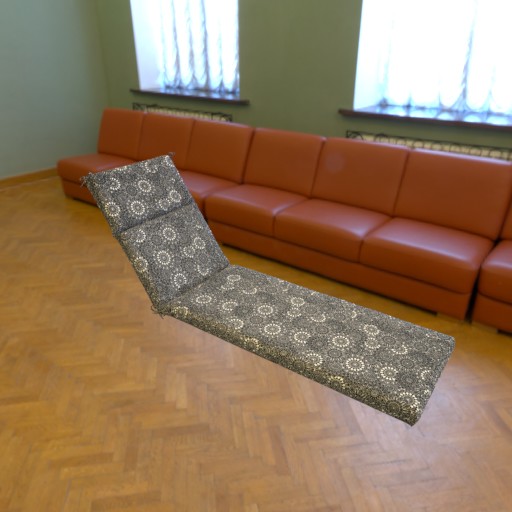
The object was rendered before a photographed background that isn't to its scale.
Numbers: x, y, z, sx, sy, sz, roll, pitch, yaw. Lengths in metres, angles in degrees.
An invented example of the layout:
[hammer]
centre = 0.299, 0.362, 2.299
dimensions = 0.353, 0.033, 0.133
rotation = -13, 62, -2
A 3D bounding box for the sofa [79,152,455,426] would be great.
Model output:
[sofa]
centre = 0.000, 0.000, 1.955
dimensions = 1.663, 0.622, 0.582
rotation = 17, 31, 31
